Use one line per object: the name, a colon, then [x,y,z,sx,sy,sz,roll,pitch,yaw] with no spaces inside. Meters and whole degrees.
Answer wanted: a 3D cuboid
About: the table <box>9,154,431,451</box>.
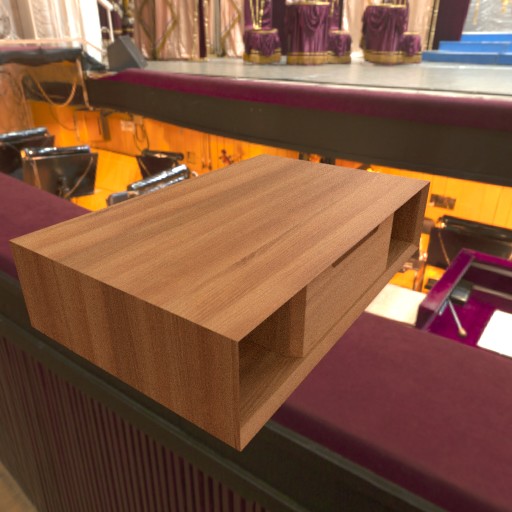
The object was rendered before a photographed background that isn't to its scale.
table: [0.000,0.000,1.376,0.700,0.330,1.100,17,31,31]
